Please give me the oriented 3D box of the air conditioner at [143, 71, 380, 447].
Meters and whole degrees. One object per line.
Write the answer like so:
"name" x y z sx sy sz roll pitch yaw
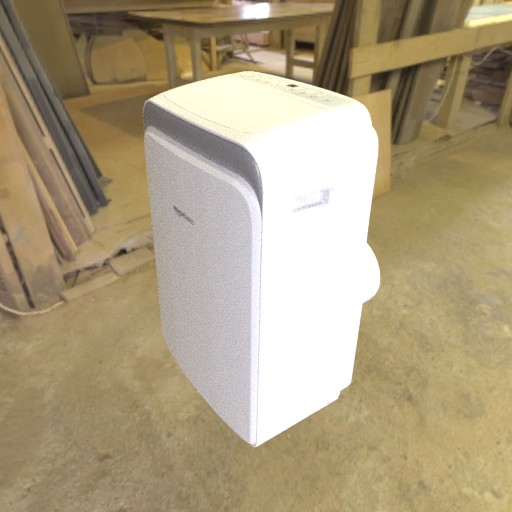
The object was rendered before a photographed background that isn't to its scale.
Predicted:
"air conditioner" 0.000 0.000 0.982 0.365 0.700 0.454 -22 40 -30
